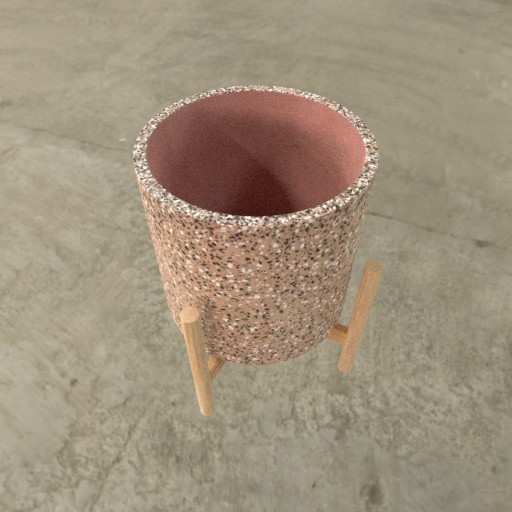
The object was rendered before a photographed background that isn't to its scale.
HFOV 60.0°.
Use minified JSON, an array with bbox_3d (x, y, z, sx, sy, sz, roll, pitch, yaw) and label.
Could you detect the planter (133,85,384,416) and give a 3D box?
[{"bbox_3d":[0.000,0.000,0.709,0.360,0.419,0.360,-32,55,-26],"label":"planter"}]
